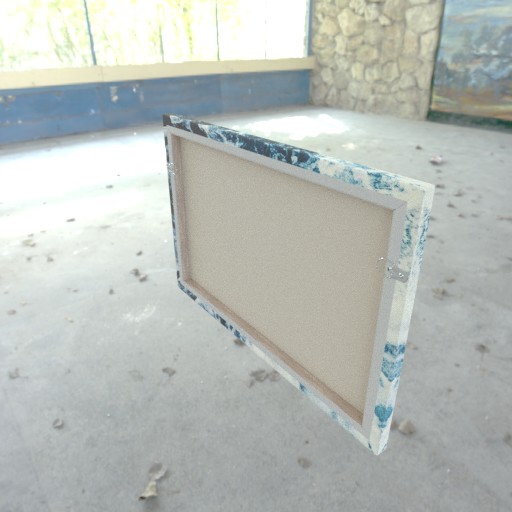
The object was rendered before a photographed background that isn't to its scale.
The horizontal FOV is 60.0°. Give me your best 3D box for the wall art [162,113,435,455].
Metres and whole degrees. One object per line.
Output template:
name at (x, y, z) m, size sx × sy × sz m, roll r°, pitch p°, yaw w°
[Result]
wall art at (0.000, 0.000, 1.941) m, size 0.055 × 1.017 × 1.524 m, roll -19°, pitch 32°, yaw -33°
